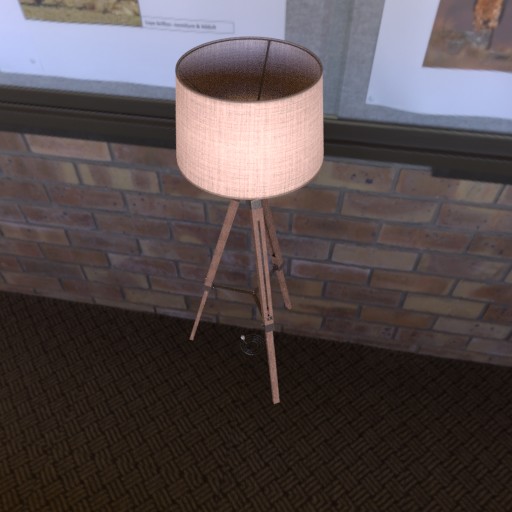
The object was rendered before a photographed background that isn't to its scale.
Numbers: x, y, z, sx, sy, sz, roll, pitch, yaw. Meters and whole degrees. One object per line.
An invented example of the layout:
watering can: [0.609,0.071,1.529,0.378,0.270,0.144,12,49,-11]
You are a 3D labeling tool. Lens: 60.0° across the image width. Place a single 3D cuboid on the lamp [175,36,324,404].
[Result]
lamp: [0.000,0.000,1.794,0.604,1.510,0.587,-16,49,-15]
